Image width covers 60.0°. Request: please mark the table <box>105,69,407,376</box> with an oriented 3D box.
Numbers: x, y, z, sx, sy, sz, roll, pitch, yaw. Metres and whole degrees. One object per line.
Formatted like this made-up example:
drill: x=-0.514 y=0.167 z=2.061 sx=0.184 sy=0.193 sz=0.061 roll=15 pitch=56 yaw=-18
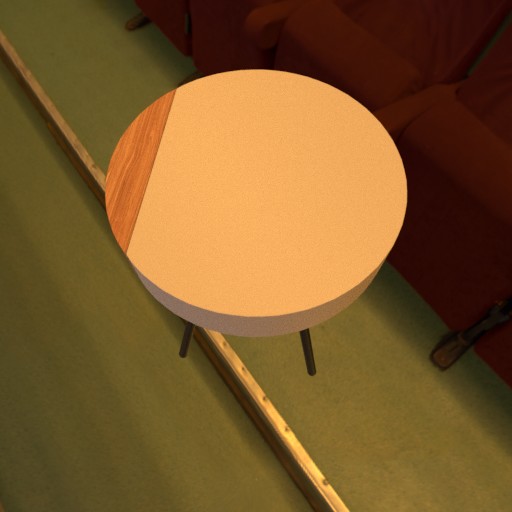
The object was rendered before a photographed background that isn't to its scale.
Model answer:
table: x=0.000 y=0.000 z=0.877 sx=0.450 sy=0.525 sz=0.450 roll=0 pitch=63 yaw=0
